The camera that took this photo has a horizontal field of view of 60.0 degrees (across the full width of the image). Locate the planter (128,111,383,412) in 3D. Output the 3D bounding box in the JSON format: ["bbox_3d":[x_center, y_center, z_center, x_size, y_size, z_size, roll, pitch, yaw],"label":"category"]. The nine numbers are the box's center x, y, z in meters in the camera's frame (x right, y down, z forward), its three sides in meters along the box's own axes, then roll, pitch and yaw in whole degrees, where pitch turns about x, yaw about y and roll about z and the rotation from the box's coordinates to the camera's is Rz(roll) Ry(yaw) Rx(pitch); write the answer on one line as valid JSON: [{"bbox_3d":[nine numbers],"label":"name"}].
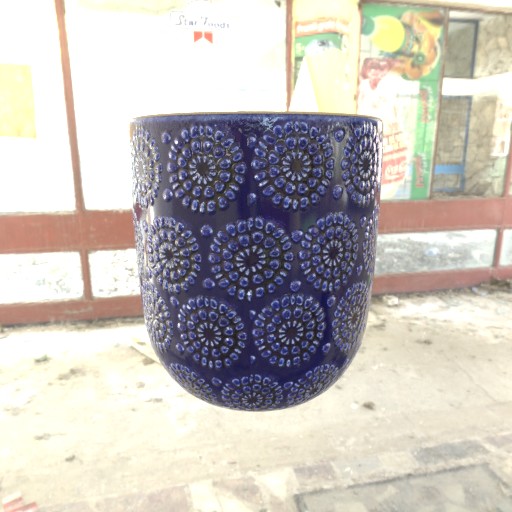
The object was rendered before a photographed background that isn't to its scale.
[{"bbox_3d":[0.000,0.000,0.351,0.184,0.206,0.184,0,14,0],"label":"planter"}]
